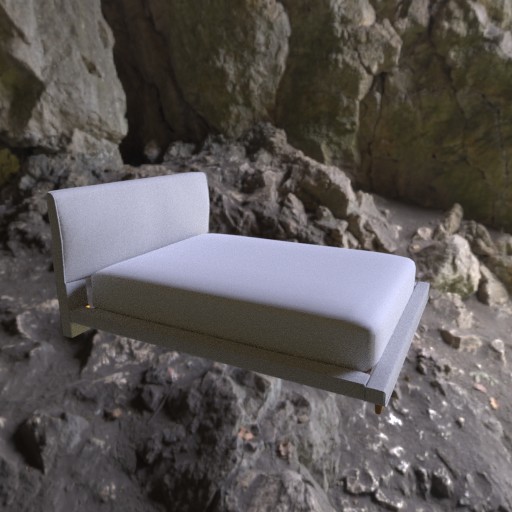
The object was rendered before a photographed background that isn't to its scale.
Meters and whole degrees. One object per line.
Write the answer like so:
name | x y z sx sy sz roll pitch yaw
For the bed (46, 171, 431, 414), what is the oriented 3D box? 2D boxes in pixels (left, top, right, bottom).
bed | 0.000 0.000 3.380 2.368 1.067 1.840 8 17 26
